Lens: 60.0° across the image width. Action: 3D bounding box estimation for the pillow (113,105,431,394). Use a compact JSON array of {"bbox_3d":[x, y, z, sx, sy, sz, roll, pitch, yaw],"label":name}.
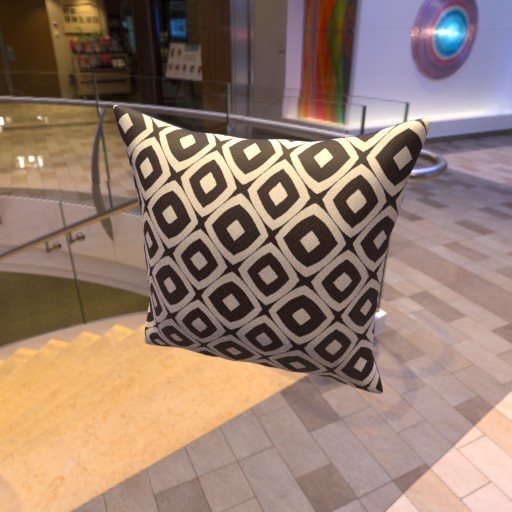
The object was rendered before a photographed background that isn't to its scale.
[{"bbox_3d":[0.000,0.000,0.784,0.504,0.494,0.188,8,27,16],"label":"pillow"}]
